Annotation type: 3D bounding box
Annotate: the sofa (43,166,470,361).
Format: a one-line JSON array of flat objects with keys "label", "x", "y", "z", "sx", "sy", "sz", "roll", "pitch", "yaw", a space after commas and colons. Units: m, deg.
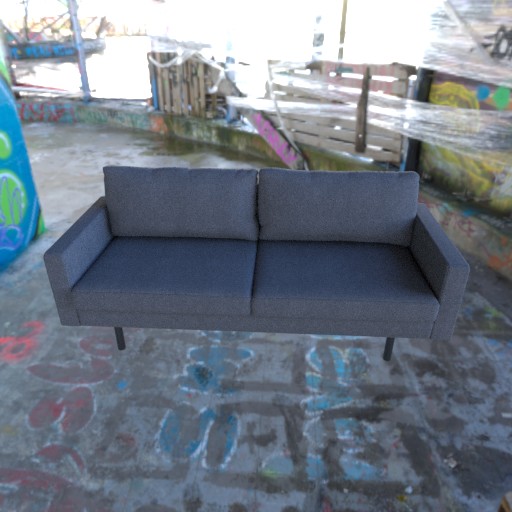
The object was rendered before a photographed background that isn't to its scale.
[{"label": "sofa", "x": 0.000, "y": 0.000, "z": 2.599, "sx": 2.100, "sy": 0.880, "sz": 0.880, "roll": 2, "pitch": 29, "yaw": 3}]
